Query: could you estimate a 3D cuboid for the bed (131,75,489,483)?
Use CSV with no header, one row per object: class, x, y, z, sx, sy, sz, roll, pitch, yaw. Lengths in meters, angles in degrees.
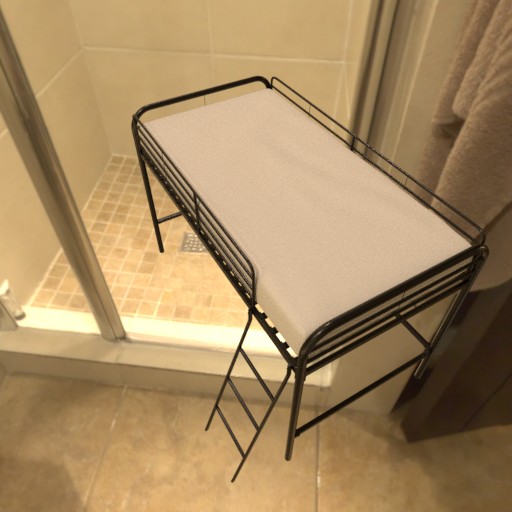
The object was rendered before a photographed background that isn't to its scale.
bed,0.000,0.000,2.799,1.393,1.289,1.968,-23,51,-20
